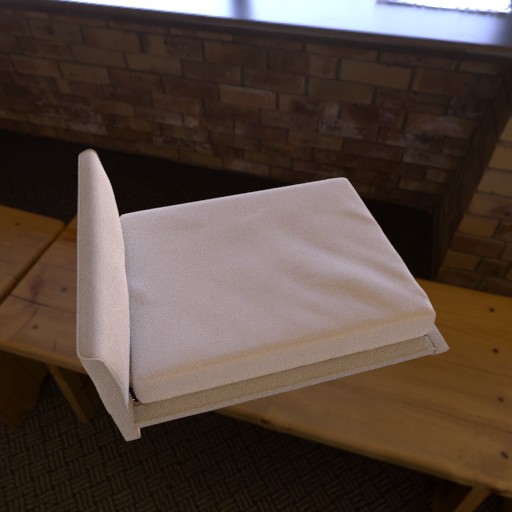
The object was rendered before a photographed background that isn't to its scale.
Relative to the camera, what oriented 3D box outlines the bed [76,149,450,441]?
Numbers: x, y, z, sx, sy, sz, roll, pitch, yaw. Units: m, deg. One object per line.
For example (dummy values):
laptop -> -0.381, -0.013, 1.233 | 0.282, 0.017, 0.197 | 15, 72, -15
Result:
bed -> 0.000, 0.000, 3.513 | 2.498, 1.126, 1.980 | -11, 48, -10
